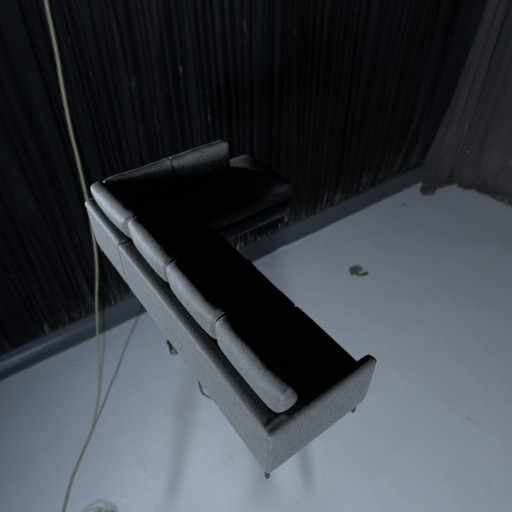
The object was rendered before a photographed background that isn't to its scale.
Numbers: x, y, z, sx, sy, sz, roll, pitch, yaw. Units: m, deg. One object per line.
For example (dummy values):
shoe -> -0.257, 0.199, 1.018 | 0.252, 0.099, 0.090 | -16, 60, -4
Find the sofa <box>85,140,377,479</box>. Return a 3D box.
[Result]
sofa -> 0.000, 0.000, 3.934 | 1.984, 0.858, 2.972 | -26, 48, -26
